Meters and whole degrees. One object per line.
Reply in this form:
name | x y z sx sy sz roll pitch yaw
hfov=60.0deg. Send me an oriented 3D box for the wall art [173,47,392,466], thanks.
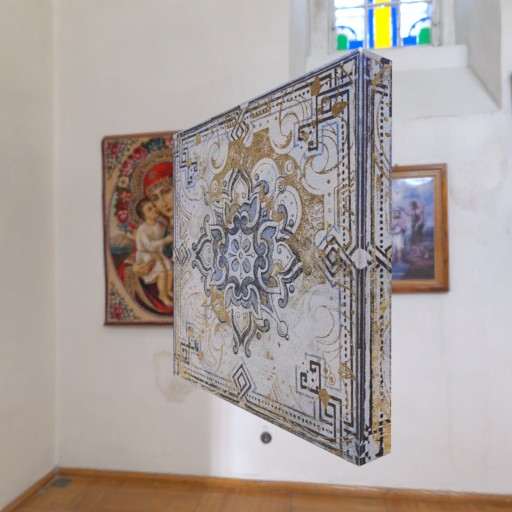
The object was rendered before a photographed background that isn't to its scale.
wall art | 0.000 0.000 0.454 0.038 0.306 0.302 0 1 -37
